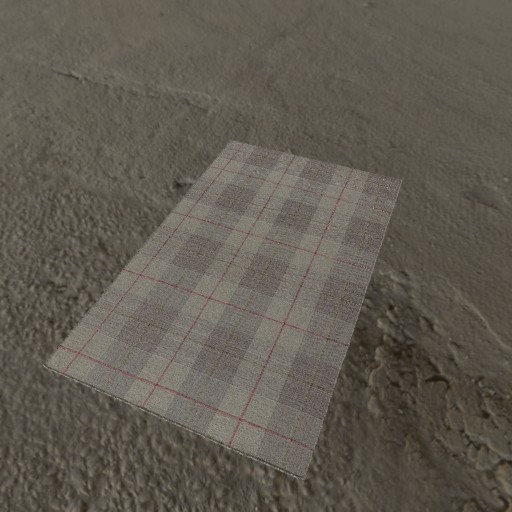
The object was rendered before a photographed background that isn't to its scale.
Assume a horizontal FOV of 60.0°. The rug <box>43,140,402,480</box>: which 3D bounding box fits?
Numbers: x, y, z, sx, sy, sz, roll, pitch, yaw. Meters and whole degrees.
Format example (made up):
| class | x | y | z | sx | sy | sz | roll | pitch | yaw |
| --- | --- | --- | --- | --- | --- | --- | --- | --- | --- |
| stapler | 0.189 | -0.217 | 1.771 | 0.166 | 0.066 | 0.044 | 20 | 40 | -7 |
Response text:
| class | x | y | z | sx | sy | sz | roll | pitch | yaw |
| --- | --- | --- | --- | --- | --- | --- | --- | --- | --- |
| rug | 0.000 | 0.000 | 3.030 | 1.549 | 0.010 | 2.464 | 17 | 49 | 15 |
